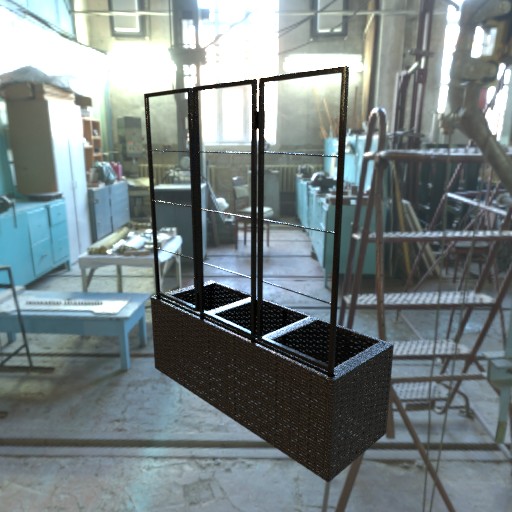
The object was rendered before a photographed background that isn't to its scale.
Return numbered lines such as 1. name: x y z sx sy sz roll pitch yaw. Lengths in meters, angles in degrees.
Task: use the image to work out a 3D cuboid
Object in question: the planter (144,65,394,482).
1. planter: 0.000 0.000 1.172 0.244 0.841 0.699 -14 20 -42
